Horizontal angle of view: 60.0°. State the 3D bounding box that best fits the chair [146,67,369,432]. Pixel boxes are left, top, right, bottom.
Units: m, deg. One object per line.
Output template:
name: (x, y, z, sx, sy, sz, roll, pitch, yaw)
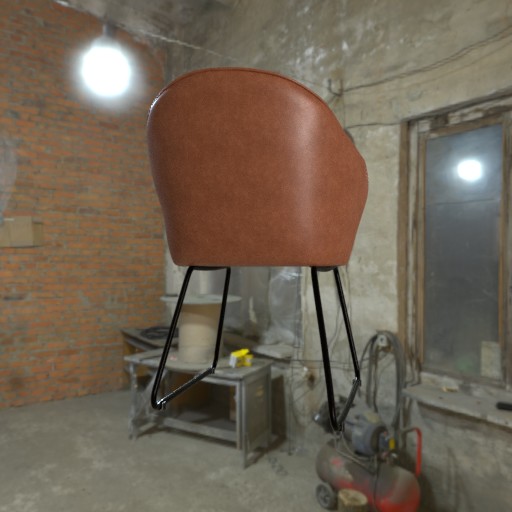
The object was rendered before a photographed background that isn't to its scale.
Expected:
chair: (0.000, 0.000, 1.198, 0.582, 0.785, 0.580, 0, -1, 18)
